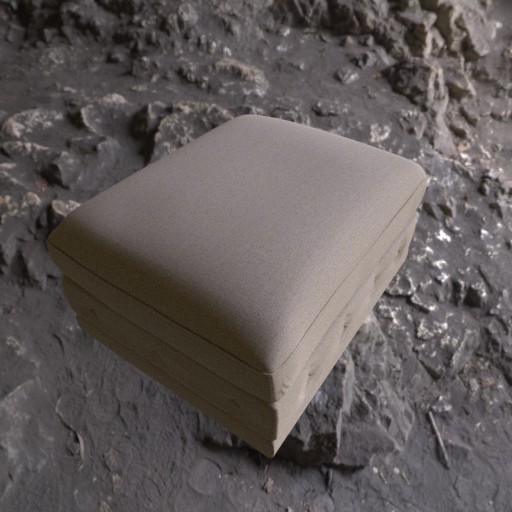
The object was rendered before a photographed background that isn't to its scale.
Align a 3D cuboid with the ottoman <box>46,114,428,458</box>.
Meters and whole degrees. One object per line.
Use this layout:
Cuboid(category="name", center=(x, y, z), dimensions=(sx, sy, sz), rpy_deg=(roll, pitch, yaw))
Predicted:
Cuboid(category="ottoman", center=(0.000, 0.000, 1.021), dimensions=(0.541, 0.463, 0.684), rpy_deg=(25, 46, 26))
